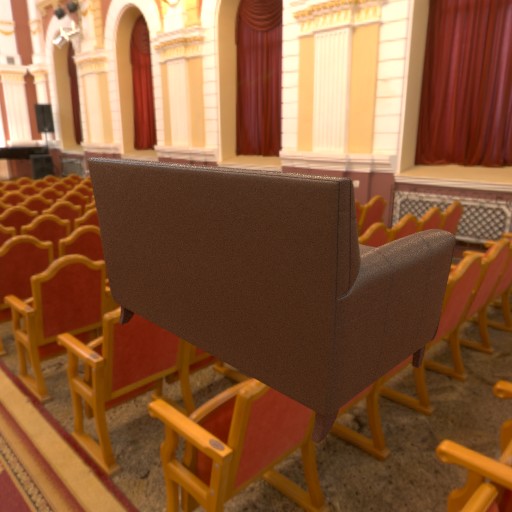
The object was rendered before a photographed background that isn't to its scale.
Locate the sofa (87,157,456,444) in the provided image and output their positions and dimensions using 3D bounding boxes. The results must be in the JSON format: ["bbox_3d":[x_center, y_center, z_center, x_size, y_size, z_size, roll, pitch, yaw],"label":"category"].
[{"bbox_3d":[0.000,0.000,2.024,0.853,0.859,1.468,-15,21,-42],"label":"sofa"}]
